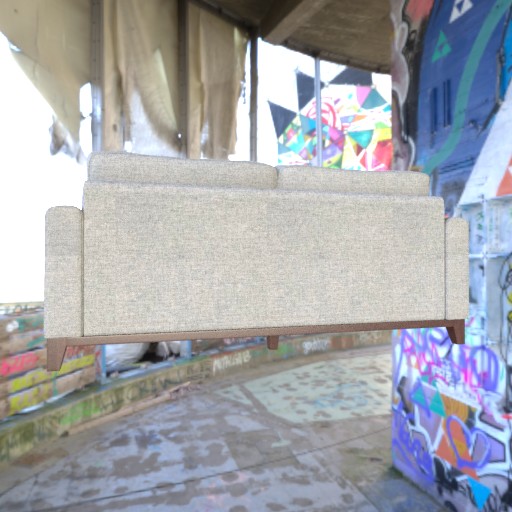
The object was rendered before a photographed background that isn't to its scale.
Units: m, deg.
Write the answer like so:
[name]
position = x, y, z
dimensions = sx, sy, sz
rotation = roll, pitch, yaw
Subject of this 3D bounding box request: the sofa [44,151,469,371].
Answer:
[sofa]
position = 0.000, 0.000, 2.416
dimensions = 1.978, 0.892, 0.969
rotation = 0, 0, -16
